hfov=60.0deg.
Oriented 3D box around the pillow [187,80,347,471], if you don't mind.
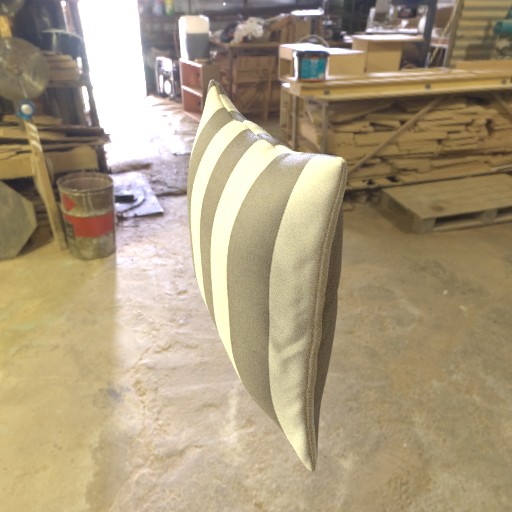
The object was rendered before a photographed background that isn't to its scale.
[{"bbox_3d":[0.000,0.000,0.777,0.192,0.507,0.522,-10,32,-17],"label":"pillow"}]
